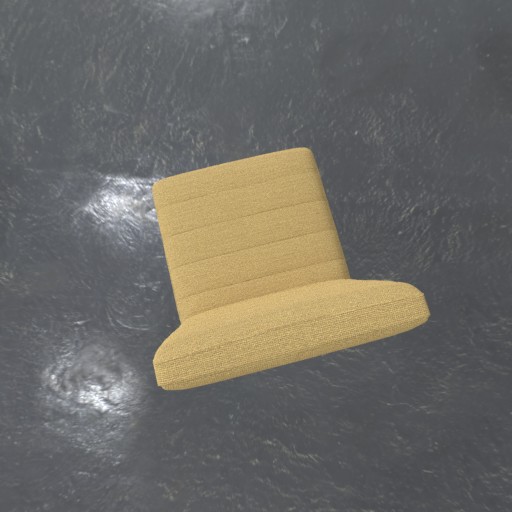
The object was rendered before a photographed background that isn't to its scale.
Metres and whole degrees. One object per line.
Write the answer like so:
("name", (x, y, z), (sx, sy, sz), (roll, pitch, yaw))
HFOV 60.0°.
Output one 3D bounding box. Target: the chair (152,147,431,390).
("chair", (0.000, 0.000, 1.290), (0.520, 0.930, 0.634), (-14, 76, -4))
